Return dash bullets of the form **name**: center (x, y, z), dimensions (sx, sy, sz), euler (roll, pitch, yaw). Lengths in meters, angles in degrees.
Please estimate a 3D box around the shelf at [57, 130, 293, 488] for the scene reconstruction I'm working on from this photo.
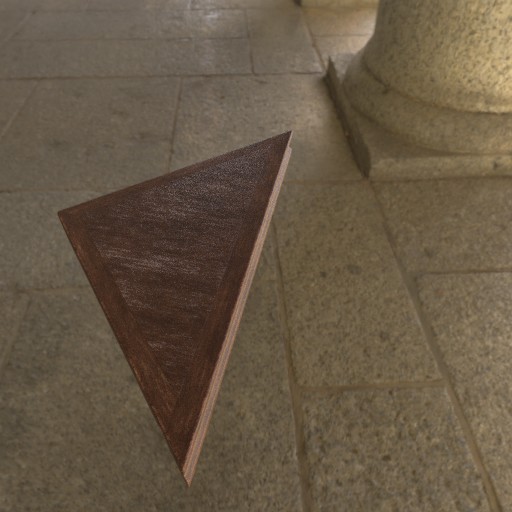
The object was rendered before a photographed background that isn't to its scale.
- **shelf**: center (0.000, 0.000, 0.433), dimensions (0.296, 0.035, 0.296), euler (-25, 51, -22)
